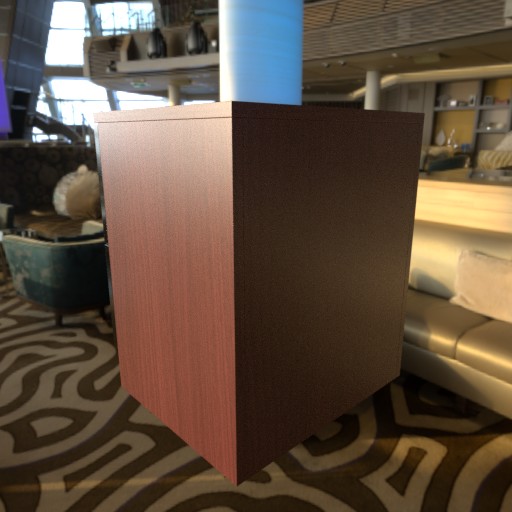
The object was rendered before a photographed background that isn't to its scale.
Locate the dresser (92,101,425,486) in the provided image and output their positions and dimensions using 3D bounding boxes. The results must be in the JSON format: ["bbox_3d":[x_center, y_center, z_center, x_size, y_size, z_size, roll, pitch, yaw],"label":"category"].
[{"bbox_3d":[0.000,0.000,0.765,0.400,0.470,0.360,-14,21,-41],"label":"dresser"}]
